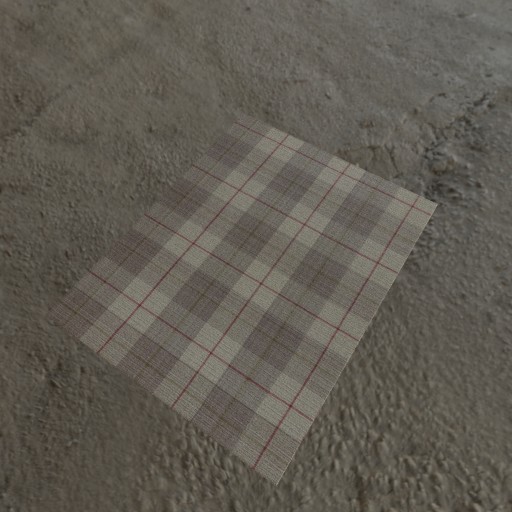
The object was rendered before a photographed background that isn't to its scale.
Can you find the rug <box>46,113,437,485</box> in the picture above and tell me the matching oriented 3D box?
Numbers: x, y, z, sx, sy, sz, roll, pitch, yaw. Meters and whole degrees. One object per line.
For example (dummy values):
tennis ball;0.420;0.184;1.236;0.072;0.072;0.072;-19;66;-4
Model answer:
rug;0.000;0.000;4.063;2.317;0.016;2.959;30;64;16
